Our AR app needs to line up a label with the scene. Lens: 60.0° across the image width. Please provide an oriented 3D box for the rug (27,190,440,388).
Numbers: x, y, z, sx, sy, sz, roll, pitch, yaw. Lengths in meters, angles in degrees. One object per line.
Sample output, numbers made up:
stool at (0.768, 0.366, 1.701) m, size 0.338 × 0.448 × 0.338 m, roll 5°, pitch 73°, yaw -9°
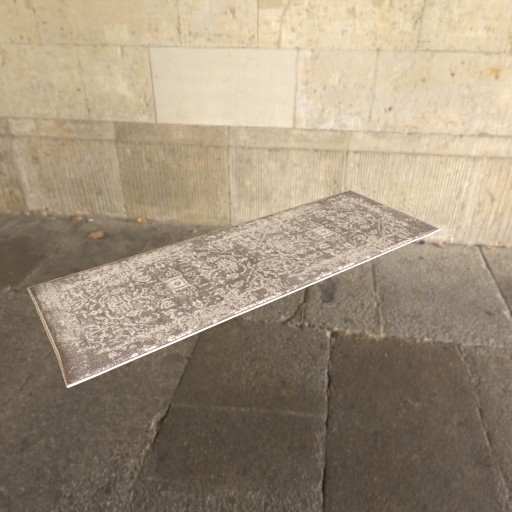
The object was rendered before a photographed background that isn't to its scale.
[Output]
rug at (0.000, 0.000, 2.693) m, size 2.452 × 0.017 × 0.855 m, roll -19°, pitch 36°, yaw -29°
